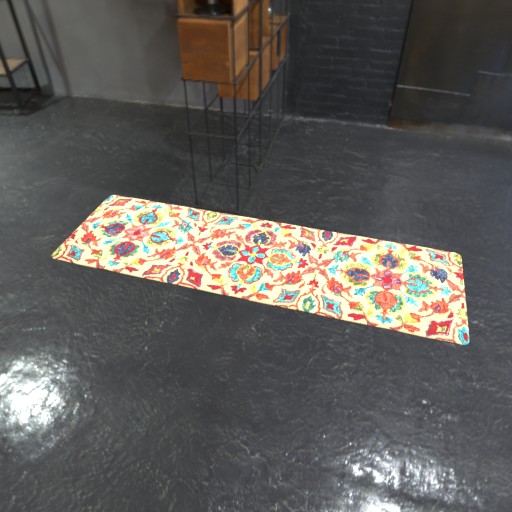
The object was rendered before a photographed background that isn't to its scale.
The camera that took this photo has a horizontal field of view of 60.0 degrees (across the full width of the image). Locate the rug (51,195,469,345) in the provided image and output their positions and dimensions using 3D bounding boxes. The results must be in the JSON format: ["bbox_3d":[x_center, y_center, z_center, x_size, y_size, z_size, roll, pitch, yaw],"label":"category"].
[{"bbox_3d":[0.000,0.000,2.556,2.273,0.016,0.693,11,42,12],"label":"rug"}]
